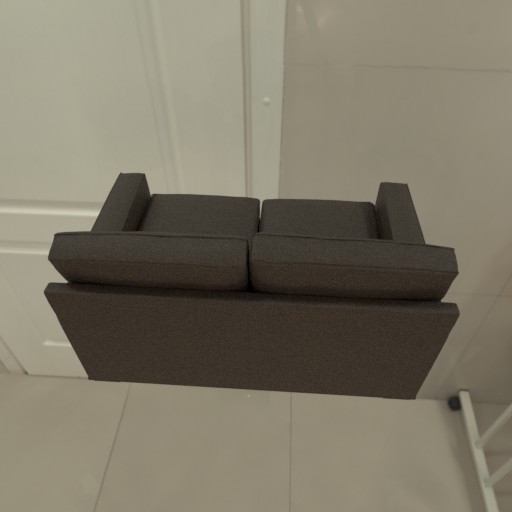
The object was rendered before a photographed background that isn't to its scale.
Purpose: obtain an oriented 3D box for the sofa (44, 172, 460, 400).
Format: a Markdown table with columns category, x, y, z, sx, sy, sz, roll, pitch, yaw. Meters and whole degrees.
| category | x | y | z | sx | sy | sz | roll | pitch | yaw |
| --- | --- | --- | --- | --- | --- | --- | --- | --- | --- |
| sofa | 0.000 | 0.000 | 2.119 | 1.534 | 0.887 | 0.974 | 3 | 46 | 3 |
